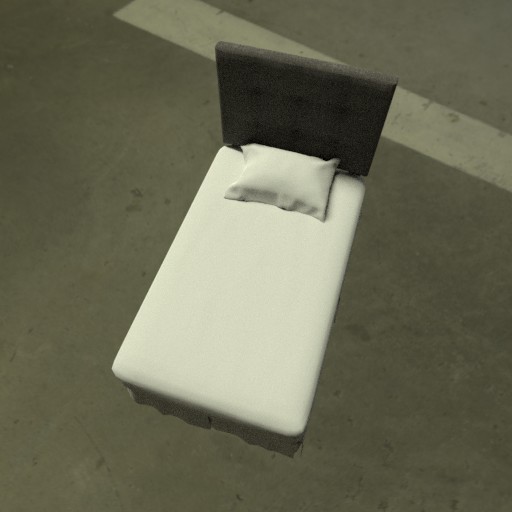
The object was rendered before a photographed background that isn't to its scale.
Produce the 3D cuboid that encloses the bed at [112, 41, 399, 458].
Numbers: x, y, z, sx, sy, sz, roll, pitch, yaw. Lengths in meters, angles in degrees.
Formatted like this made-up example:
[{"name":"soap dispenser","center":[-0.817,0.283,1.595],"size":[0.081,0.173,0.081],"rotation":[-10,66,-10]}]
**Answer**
[{"name":"bed","center":[0.000,0.000,2.869],"size":[1.261,1.571,1.997],"rotation":[15,60,9]}]
